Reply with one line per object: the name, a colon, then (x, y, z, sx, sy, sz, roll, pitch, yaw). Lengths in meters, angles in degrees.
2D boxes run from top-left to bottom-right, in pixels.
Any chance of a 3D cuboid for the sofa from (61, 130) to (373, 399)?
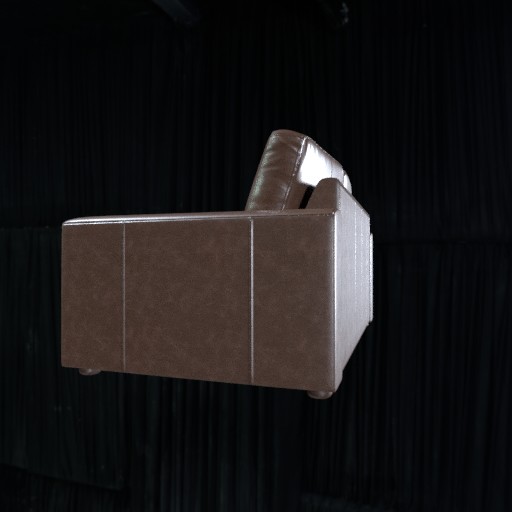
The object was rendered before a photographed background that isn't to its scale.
sofa: (0.000, 0.000, 2.191, 1.016, 0.873, 1.616, 0, 0, 18)
